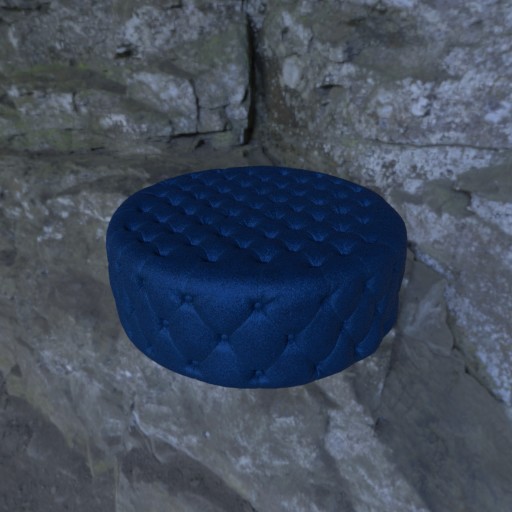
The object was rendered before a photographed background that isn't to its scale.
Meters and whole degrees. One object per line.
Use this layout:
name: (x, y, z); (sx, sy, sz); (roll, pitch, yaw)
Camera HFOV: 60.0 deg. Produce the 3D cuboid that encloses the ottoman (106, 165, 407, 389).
ottoman: (0.000, 0.000, 1.563); (0.998, 0.398, 0.998); (0, 29, 0)
